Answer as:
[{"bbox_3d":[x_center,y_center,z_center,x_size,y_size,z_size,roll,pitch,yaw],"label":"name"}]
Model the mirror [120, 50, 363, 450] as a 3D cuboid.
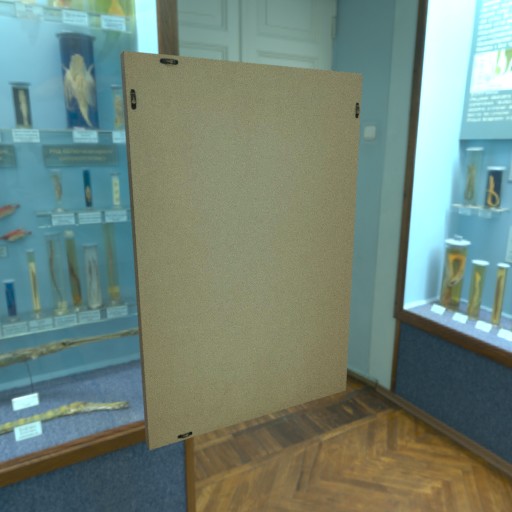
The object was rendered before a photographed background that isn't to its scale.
[{"bbox_3d":[0.000,0.000,1.138,0.609,0.915,0.040,-7,15,-27],"label":"mirror"}]
